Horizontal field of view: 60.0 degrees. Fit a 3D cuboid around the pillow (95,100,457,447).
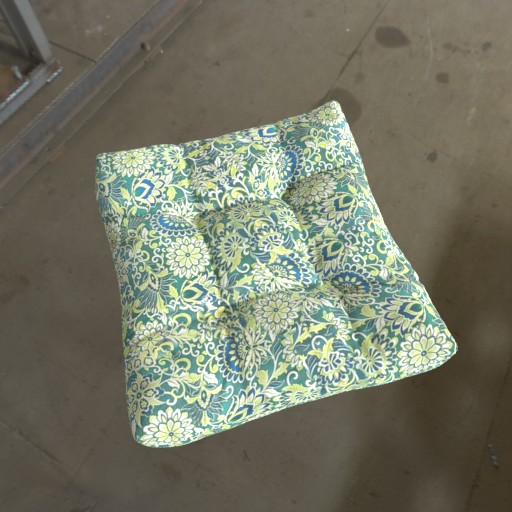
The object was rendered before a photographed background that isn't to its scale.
[{"bbox_3d":[0.000,0.000,0.720,0.468,0.128,0.490,-14,65,-7],"label":"pillow"}]
